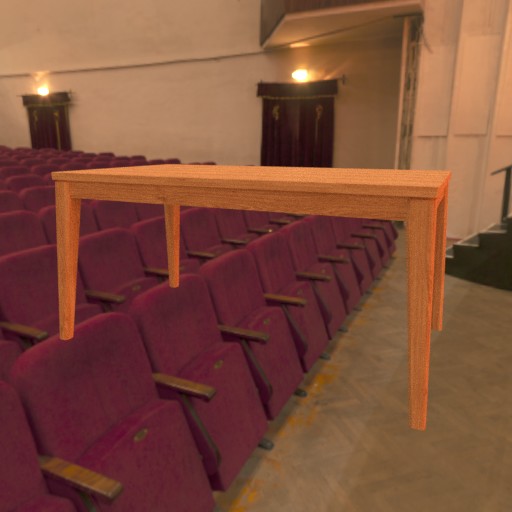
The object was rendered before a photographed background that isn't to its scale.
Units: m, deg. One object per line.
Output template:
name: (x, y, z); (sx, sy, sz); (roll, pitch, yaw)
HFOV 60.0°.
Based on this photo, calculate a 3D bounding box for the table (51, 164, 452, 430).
table: (0.000, 0.000, 2.027); (1.600, 0.760, 0.900); (7, 16, 25)
